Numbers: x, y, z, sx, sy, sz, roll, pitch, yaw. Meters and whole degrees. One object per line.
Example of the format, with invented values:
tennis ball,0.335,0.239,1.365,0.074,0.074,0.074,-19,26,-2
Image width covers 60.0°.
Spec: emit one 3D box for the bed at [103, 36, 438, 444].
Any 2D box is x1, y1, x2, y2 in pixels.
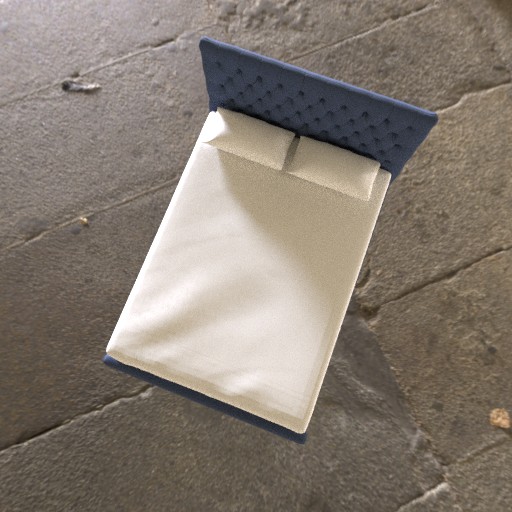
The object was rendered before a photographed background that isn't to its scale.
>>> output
bed,0.000,0.000,3.404,1.706,1.427,2.387,20,78,5
